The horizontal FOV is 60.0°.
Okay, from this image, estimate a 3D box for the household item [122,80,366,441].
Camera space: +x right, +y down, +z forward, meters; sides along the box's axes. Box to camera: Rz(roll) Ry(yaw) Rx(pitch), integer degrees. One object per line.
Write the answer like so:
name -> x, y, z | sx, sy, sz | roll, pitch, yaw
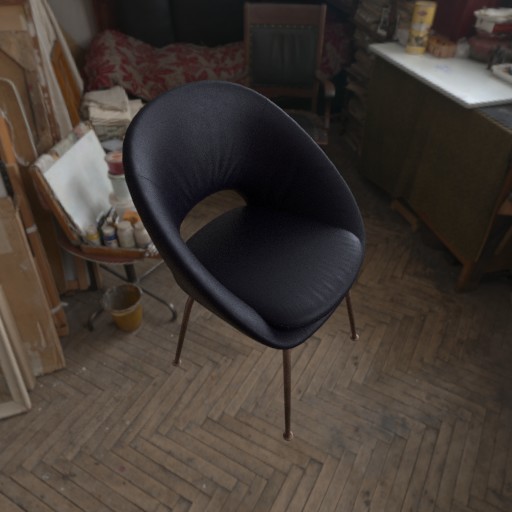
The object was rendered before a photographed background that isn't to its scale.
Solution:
household item -> 0.000, 0.000, 1.285 | 0.573, 0.852, 0.623 | 25, 47, 26
